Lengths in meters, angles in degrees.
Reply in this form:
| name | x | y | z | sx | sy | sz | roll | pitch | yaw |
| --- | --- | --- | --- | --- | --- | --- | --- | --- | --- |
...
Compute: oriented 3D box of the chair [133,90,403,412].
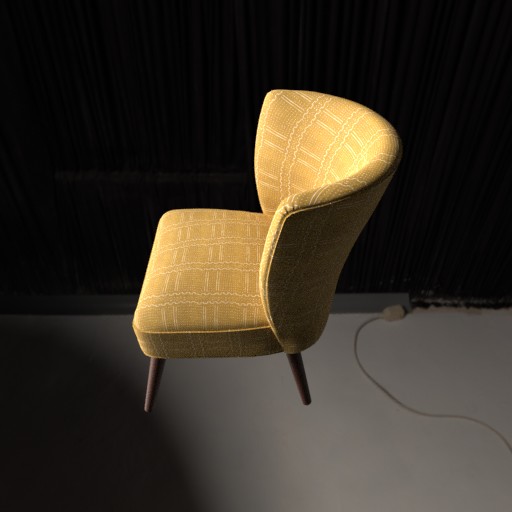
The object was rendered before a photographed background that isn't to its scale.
| name | x | y | z | sx | sy | sz | roll | pitch | yaw |
| --- | --- | --- | --- | --- | --- | --- | --- | --- | --- |
| chair | 0.000 | 0.000 | 1.436 | 0.758 | 0.866 | 0.706 | -1 | 40 | -1 |
